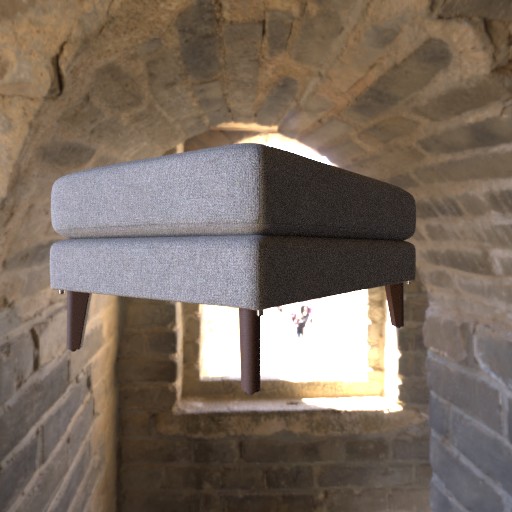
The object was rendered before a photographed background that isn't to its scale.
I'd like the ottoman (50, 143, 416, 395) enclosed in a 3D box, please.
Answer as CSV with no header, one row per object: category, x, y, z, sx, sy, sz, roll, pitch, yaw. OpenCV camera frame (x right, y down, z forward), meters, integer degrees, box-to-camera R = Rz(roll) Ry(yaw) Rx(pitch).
ottoman,0.000,0.000,1.179,0.611,0.441,0.821,1,1,36
